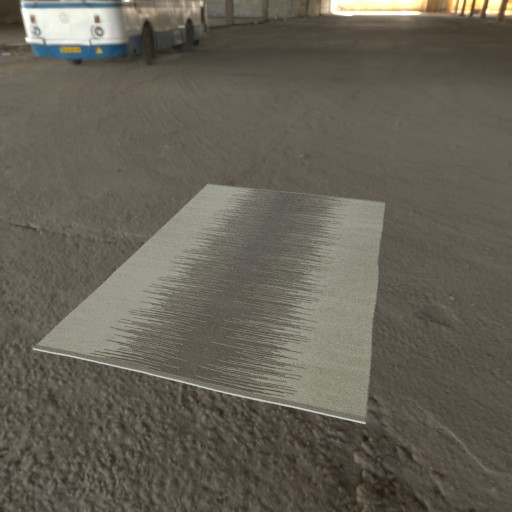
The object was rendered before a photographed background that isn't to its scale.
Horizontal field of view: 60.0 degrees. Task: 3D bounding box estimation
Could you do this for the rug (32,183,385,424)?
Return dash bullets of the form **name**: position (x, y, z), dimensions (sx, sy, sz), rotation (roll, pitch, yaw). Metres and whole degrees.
- **rug**: position (0.000, 0.000, 2.268), dimensions (1.226, 0.007, 1.815), rotation (8, 31, 14)
